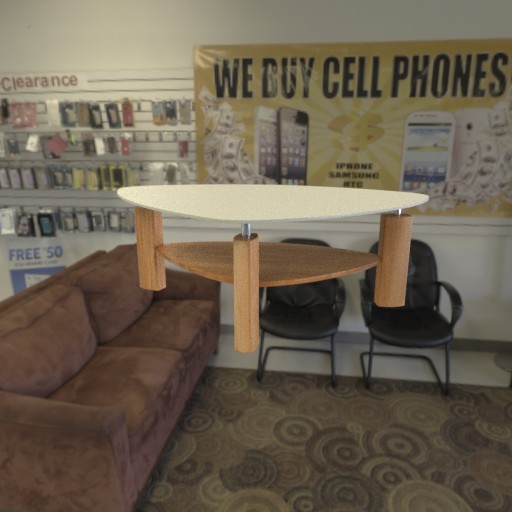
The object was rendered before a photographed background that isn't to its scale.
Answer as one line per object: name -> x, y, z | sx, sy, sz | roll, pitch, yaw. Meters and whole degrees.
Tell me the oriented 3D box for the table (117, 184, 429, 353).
table -> 0.000, 0.000, 1.675 | 1.250, 0.440, 0.850 | 3, 16, 11
